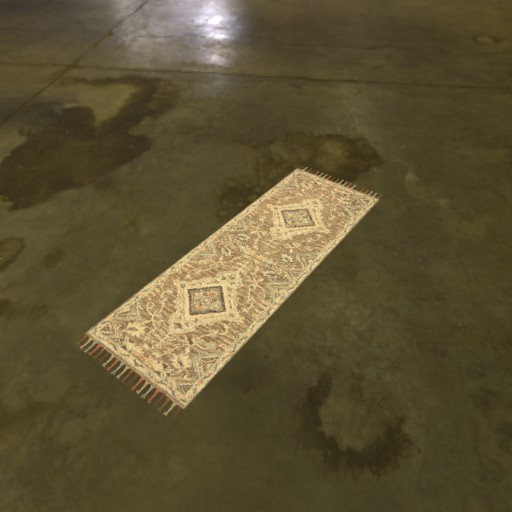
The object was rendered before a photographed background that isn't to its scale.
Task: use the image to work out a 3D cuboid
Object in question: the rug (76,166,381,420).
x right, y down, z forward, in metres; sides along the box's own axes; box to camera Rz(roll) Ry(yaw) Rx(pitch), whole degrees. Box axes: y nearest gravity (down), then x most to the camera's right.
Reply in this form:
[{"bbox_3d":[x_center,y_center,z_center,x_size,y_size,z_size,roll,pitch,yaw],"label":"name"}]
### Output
[{"bbox_3d":[0.000,0.000,2.878,2.378,0.018,1.324,-27,49,-27],"label":"rug"}]
